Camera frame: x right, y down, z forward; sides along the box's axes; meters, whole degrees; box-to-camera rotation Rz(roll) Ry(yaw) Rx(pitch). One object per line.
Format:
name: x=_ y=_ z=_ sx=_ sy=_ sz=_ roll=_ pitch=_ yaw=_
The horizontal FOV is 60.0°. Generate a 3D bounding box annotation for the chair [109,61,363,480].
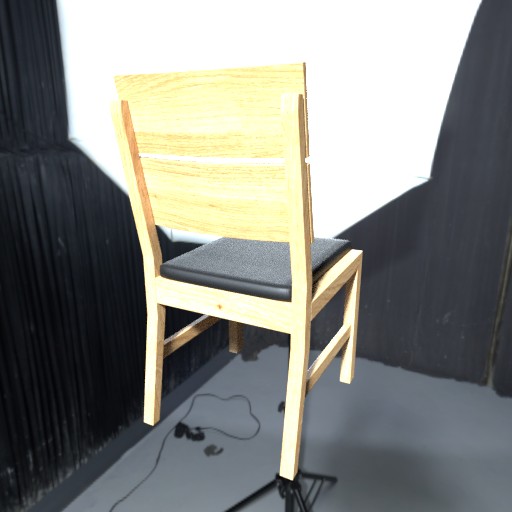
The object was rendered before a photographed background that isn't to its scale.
chair: x=0.000 y=0.000 z=1.275 sx=0.475 sy=0.950 sz=0.569 roll=9 pitch=18 yaw=27
